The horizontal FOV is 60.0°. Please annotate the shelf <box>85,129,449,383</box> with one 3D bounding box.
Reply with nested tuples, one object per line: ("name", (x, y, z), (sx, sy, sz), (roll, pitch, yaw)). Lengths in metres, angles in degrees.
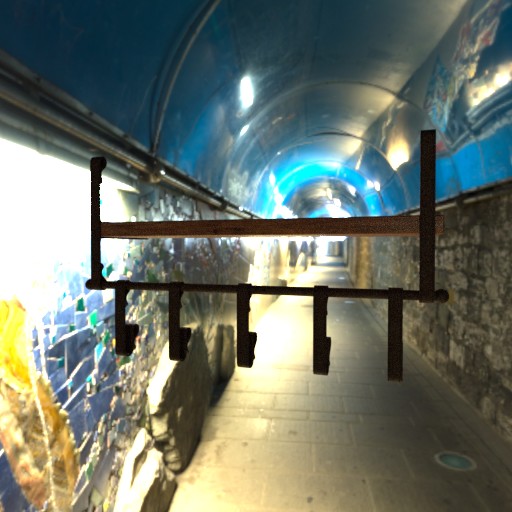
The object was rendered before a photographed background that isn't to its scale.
("shelf", (0.000, 0.000, 0.718), (0.567, 0.330, 0.146), (0, 1, 19))
